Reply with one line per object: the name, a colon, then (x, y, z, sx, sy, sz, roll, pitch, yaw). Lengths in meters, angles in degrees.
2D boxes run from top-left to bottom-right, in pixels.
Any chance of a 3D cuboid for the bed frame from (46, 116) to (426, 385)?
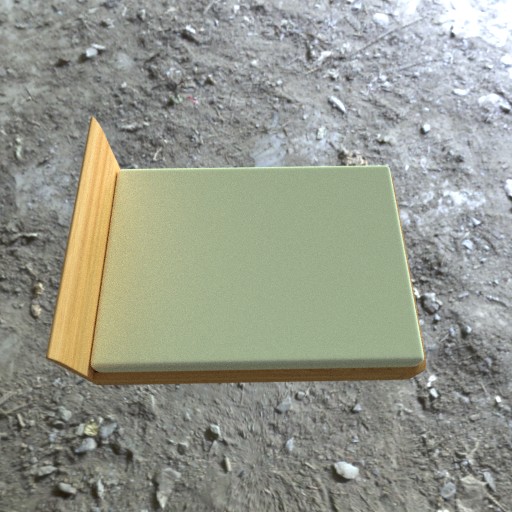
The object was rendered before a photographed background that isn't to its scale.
bed frame: (0.000, 0.000, 2.814, 1.992, 0.940, 1.472, -1, 64, 0)
